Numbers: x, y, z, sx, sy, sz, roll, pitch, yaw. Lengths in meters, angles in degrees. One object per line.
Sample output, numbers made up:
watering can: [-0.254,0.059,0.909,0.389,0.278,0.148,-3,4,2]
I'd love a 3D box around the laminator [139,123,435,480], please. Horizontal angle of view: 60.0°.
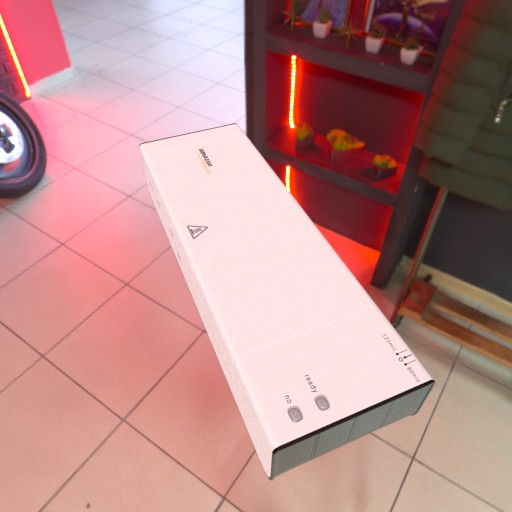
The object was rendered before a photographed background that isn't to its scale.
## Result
laminator: [0.000,0.000,0.392,0.123,0.062,0.340,-17,48,-16]
